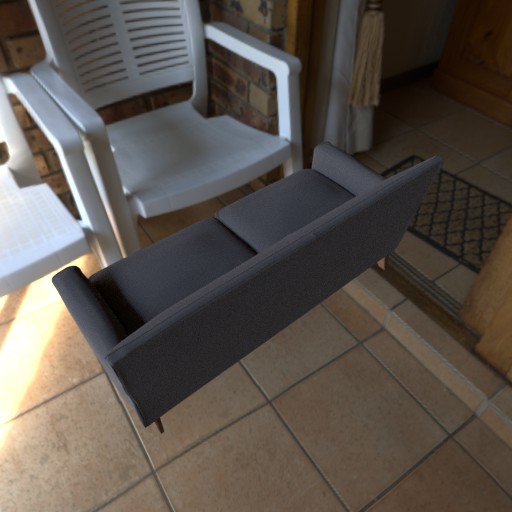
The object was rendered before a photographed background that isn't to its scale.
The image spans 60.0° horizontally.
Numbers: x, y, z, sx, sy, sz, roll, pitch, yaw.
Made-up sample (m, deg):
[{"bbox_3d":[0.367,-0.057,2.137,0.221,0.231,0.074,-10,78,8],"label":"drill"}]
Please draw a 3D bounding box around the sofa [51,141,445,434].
[{"bbox_3d":[0.000,0.000,2.509,2.002,0.907,0.843,-31,53,-26],"label":"sofa"}]
